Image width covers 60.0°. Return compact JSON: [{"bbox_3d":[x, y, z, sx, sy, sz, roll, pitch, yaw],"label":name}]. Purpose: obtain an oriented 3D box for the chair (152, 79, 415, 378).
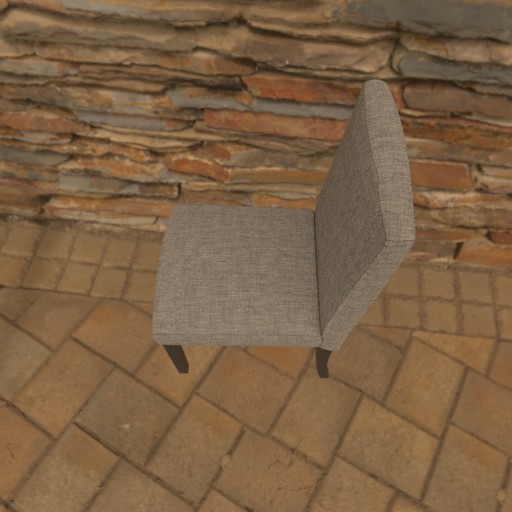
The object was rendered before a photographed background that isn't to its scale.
[{"bbox_3d":[0.000,0.000,1.250,0.580,0.917,0.451,2,58,1],"label":"chair"}]
